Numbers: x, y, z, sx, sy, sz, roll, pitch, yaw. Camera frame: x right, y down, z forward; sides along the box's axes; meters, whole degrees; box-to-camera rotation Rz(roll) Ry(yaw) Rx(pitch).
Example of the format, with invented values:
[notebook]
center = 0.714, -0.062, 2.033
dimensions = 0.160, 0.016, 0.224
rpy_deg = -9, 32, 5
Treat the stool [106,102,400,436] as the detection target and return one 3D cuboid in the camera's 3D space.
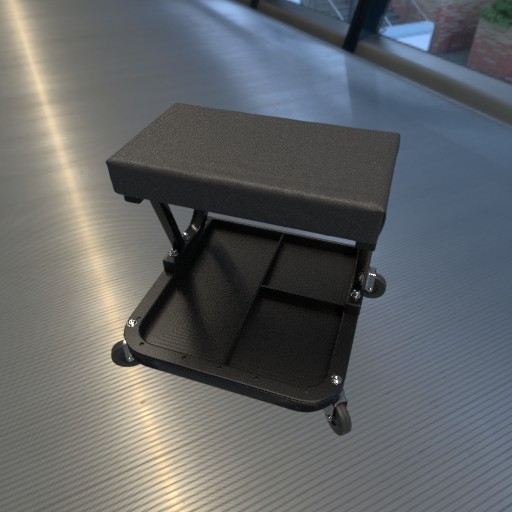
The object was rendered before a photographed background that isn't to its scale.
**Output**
[stool]
center = 0.000, 0.000, 0.729
dimensions = 0.446, 0.380, 0.371
rpy_deg = 12, 43, 14
